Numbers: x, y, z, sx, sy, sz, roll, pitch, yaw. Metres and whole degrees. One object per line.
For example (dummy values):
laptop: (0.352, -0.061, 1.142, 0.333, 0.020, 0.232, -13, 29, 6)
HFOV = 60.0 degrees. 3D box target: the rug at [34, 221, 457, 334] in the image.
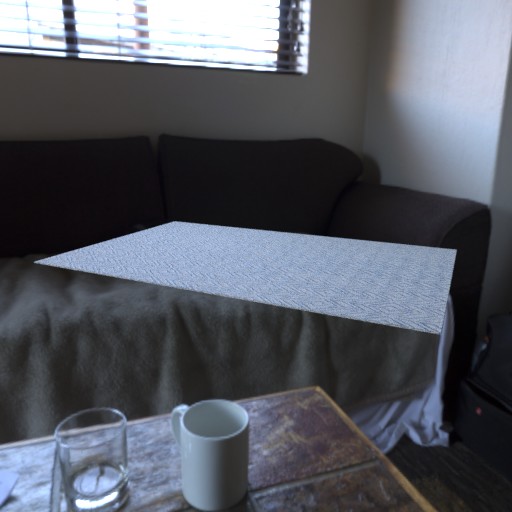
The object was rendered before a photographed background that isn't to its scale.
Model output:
rug: (0.000, 0.000, 3.006, 2.441, 0.008, 1.526, 7, 17, 25)
